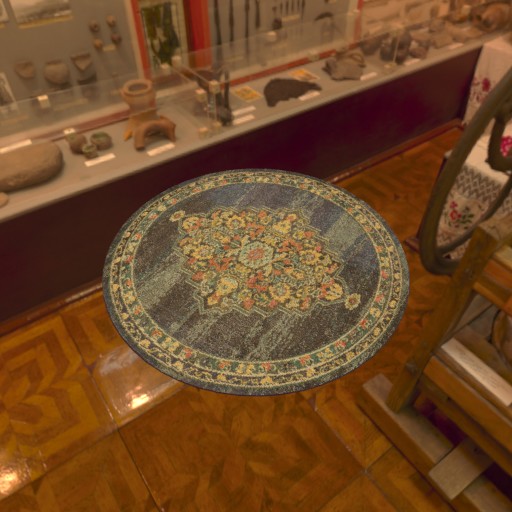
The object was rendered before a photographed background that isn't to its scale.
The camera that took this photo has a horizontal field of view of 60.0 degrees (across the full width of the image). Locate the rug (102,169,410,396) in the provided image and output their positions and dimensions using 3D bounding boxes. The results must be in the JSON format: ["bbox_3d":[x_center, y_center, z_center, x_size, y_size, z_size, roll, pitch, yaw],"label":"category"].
[{"bbox_3d":[0.000,0.000,2.357,1.591,0.010,1.591,0,46,0],"label":"rug"}]
